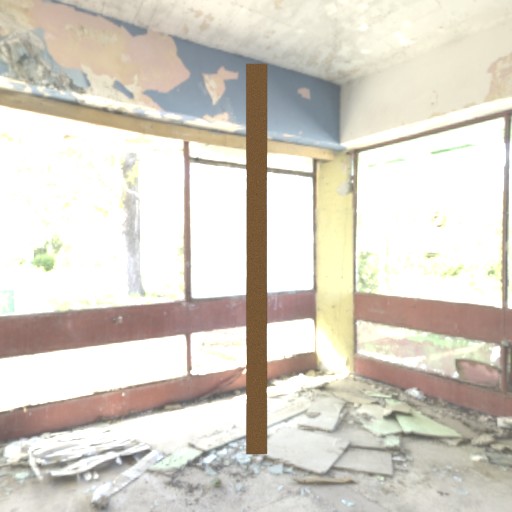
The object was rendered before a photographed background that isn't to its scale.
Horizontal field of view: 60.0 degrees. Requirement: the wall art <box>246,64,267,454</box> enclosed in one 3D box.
[{"bbox_3d":[0.000,0.000,1.147,0.033,0.608,0.915,0,1,0],"label":"wall art"}]
